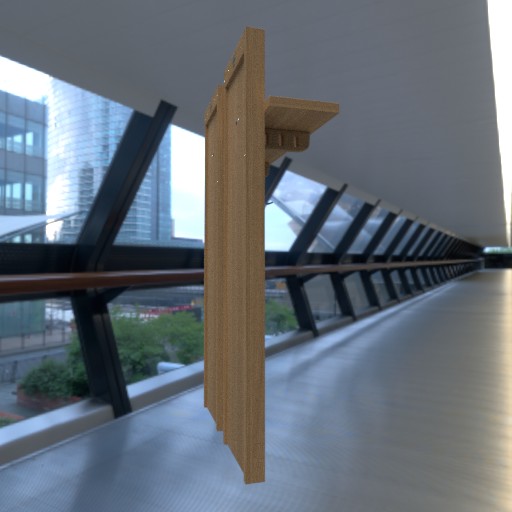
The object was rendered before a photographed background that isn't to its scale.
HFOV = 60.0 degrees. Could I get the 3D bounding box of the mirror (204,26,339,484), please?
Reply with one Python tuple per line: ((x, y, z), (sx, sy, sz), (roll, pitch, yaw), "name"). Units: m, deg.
((0.000, 0.000, 1.583), (0.260, 1.250, 0.800), (0, -2, -16), "mirror")
